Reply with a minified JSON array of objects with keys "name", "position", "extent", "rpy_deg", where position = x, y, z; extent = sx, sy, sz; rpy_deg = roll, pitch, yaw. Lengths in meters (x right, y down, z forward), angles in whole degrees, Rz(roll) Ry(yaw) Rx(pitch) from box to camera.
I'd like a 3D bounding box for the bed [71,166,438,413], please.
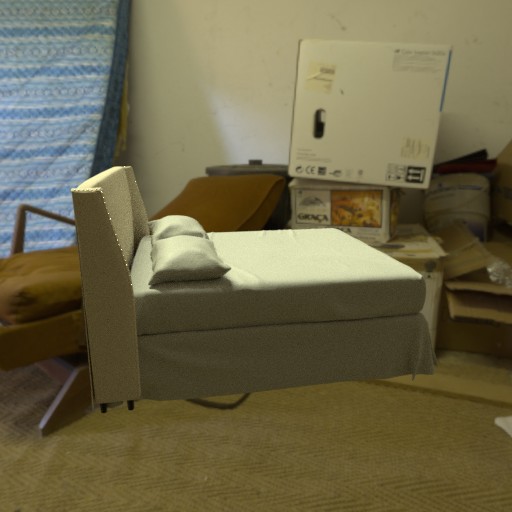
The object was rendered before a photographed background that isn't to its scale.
[{"name":"bed","position":[0.000,0.000,3.489],"extent":[2.276,1.332,1.925],"rpy_deg":[-3,15,-10]}]
